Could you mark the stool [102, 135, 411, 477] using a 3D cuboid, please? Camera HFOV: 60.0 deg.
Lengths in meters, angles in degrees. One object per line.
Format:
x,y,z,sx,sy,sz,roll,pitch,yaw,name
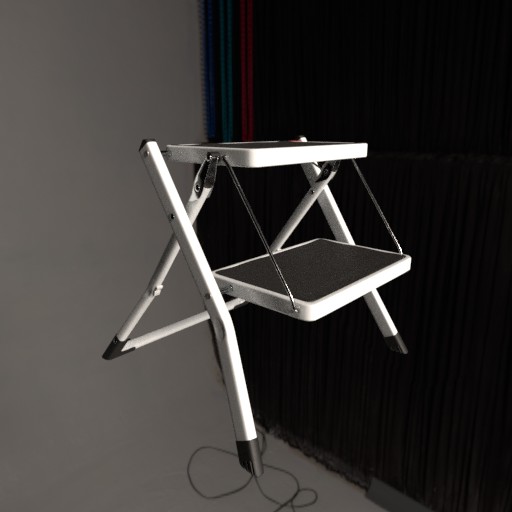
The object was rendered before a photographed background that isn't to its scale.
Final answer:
0.000,0.000,0.859,0.490,0.445,0.485,14,21,40,stool
